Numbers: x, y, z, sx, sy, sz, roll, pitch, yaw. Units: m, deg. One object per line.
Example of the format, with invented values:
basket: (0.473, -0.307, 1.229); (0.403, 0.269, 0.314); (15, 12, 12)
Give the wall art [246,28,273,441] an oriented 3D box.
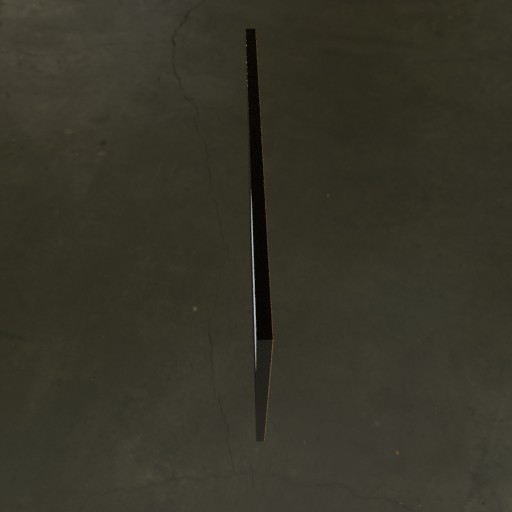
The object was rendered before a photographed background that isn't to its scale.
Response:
wall art: (0.000, 0.000, 0.666); (0.014, 0.445, 0.446); (-2, 57, -1)
